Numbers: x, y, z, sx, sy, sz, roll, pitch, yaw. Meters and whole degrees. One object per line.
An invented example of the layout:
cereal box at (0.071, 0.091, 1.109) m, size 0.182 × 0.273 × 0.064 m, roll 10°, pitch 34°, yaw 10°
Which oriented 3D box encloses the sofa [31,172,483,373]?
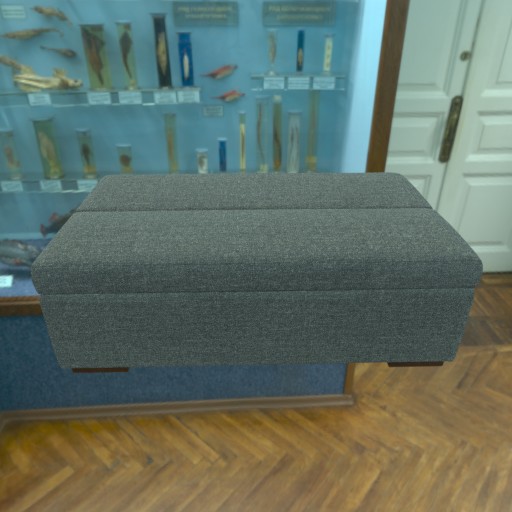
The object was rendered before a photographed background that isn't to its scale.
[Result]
sofa at (0.000, 0.000, 1.583) m, size 1.198 × 0.417 × 0.782 m, roll -1°, pitch 29°, yaw -1°
